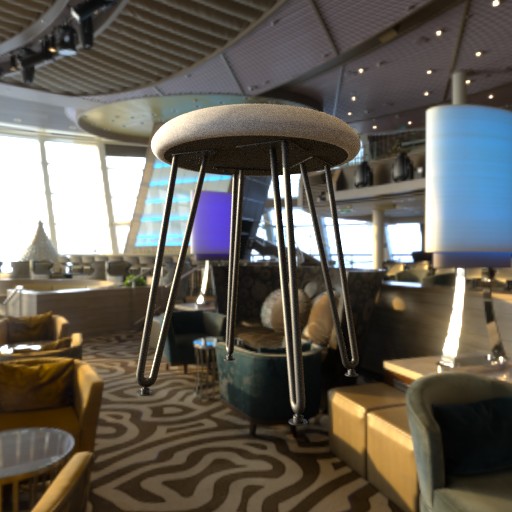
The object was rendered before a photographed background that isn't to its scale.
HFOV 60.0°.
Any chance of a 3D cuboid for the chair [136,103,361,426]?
[{"bbox_3d":[0.000,0.000,0.670,0.350,0.386,0.350,0,0,-18],"label":"chair"}]
